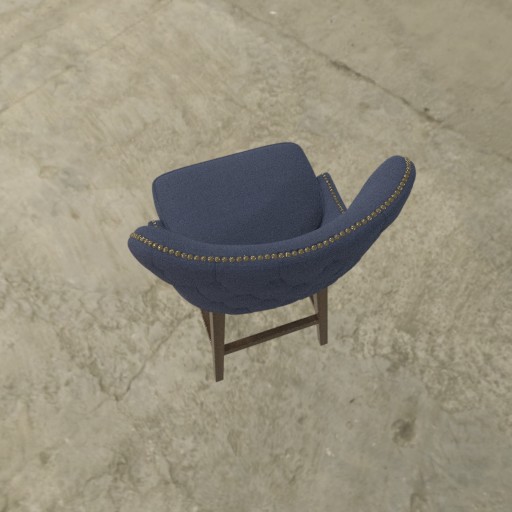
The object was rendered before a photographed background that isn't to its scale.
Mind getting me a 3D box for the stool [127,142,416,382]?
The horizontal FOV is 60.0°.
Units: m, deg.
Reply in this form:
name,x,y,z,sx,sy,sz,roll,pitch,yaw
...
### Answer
name,x,y,z,sx,sy,sz,roll,pitch,yaw
stool,0.000,0.000,1.336,0.615,0.972,0.597,-17,62,-9
